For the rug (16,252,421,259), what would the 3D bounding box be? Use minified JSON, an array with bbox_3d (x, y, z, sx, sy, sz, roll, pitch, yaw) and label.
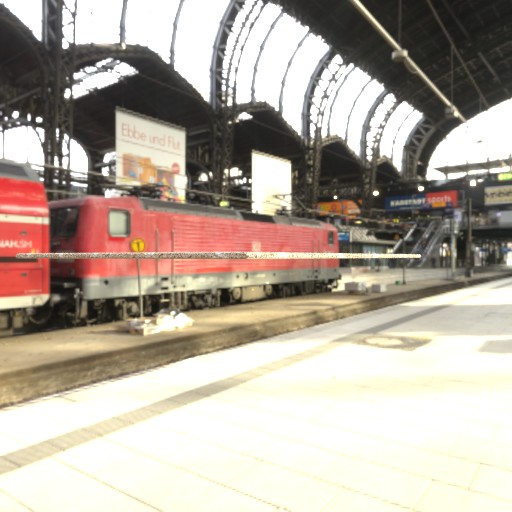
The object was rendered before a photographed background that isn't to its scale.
[{"bbox_3d":[0.000,0.000,3.393,1.778,0.030,2.743,0,0,34],"label":"rug"}]
